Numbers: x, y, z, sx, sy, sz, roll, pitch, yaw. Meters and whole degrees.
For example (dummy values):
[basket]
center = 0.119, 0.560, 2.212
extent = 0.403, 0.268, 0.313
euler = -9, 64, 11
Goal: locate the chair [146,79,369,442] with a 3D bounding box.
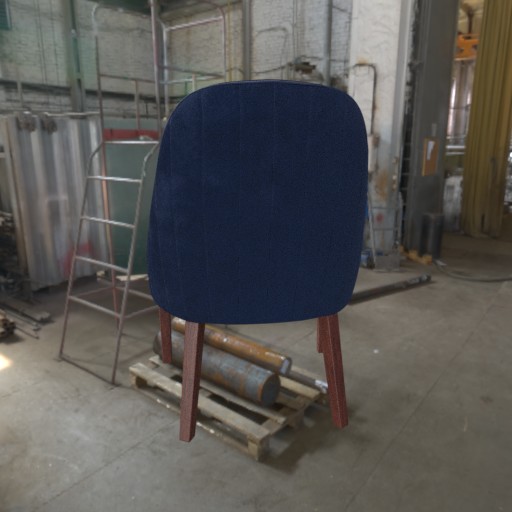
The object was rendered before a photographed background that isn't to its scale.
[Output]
[chair]
center = 0.000, 0.000, 1.283
extent = 0.643, 0.889, 0.575
euler = -2, 14, -8
